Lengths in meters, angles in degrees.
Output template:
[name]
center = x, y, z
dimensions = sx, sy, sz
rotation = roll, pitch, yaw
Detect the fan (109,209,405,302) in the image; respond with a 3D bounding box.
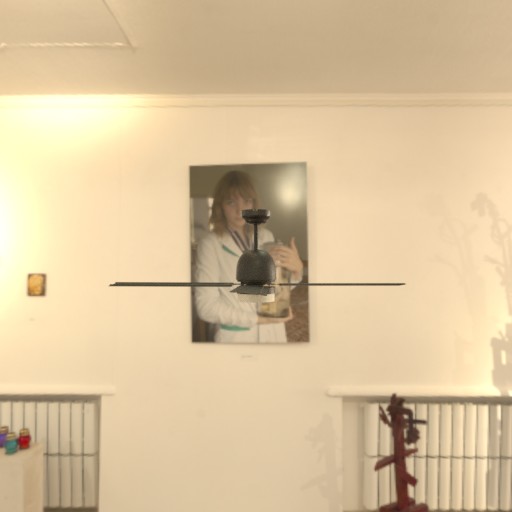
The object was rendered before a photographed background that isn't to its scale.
[fan]
center = 0.000, 0.000, 2.015
dimensions = 1.319, 0.410, 1.319
rotation = 0, -1, 1
